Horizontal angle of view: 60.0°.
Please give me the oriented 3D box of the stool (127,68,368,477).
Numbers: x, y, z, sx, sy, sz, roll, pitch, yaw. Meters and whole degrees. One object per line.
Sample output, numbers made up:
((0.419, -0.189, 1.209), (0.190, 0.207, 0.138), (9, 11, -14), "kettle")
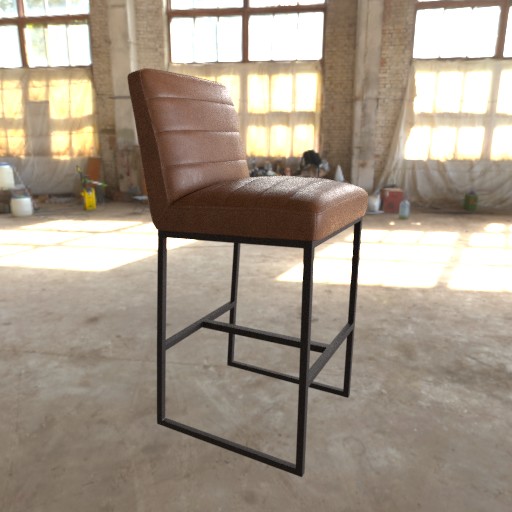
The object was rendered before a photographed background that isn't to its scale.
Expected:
((0.000, 0.000, 1.334), (0.556, 1.040, 0.458), (8, 17, 27), "stool")
